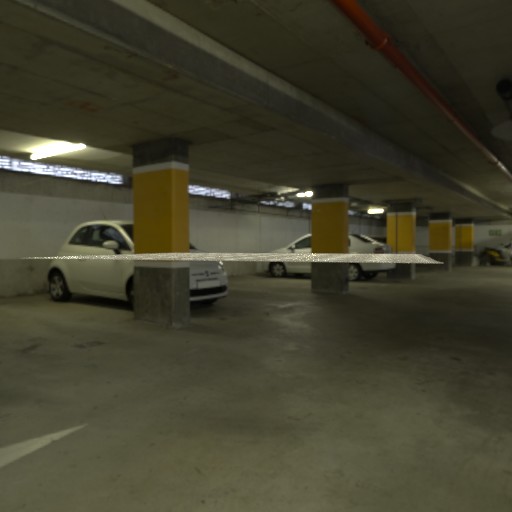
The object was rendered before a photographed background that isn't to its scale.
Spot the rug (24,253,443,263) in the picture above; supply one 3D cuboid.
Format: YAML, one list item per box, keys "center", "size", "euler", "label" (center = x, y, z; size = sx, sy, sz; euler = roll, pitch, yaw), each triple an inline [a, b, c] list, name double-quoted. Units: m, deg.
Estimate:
- center: [0.000, 0.000, 3.957]
  size: [2.880, 0.005, 2.391]
  euler: [0, 1, 18]
  label: "rug"
